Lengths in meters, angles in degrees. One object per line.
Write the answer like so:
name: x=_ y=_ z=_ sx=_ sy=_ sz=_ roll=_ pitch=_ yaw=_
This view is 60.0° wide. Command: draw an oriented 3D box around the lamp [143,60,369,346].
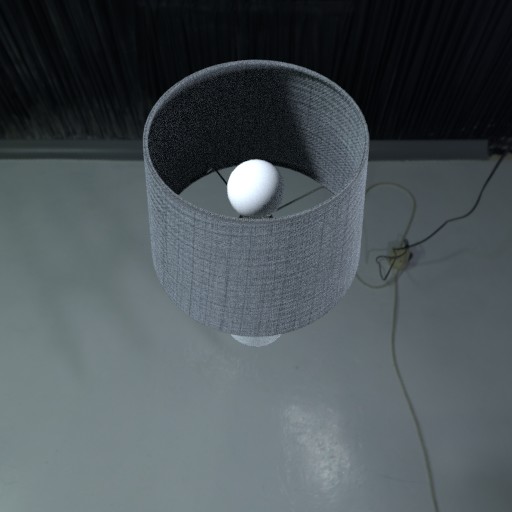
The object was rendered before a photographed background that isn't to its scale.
lamp: x=0.000 y=0.000 z=0.575 sx=0.251 sy=0.429 sz=0.251 roll=0 pitch=59 yaw=0
